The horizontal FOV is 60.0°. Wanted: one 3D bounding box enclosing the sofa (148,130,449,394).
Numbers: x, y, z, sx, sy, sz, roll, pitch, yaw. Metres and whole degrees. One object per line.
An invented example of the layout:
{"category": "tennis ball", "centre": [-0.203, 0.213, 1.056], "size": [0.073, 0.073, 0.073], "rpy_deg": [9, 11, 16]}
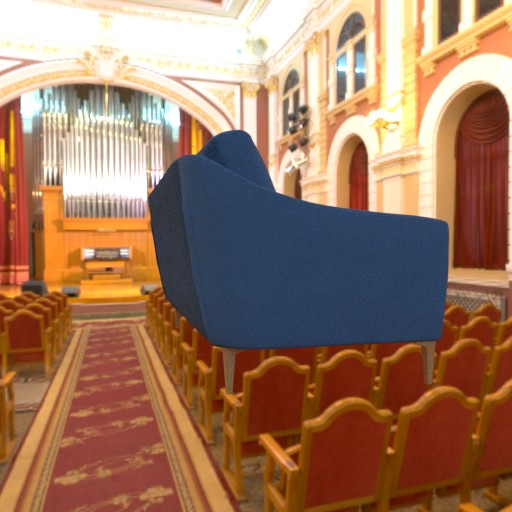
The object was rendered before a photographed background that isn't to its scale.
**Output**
{"category": "sofa", "centre": [0.000, 0.000, 2.189], "size": [0.960, 0.902, 1.619], "rpy_deg": [0, 1, -18]}
